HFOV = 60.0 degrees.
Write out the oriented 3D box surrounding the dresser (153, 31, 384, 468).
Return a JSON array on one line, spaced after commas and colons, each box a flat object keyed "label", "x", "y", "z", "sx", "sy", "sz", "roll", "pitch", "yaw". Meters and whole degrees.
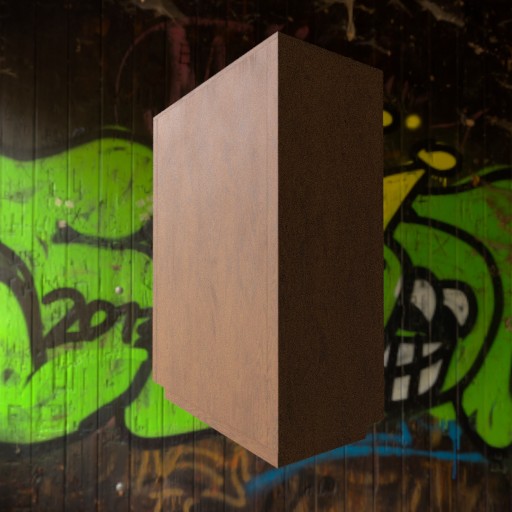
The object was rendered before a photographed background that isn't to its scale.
[{"label": "dresser", "x": 0.000, "y": 0.000, "z": 1.849, "sx": 0.516, "sy": 1.320, "sz": 0.964, "roll": 1, "pitch": -1, "yaw": -35}]
